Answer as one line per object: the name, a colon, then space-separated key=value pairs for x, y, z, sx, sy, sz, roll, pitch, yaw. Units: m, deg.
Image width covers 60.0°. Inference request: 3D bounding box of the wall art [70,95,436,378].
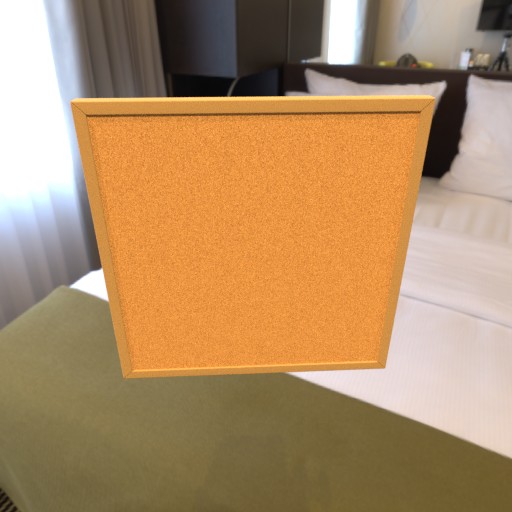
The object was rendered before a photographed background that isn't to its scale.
wall art: x=0.000 y=0.000 z=1.121 sx=0.761 sy=0.761 sz=0.037 roll=-2 pitch=29 yaw=-3
